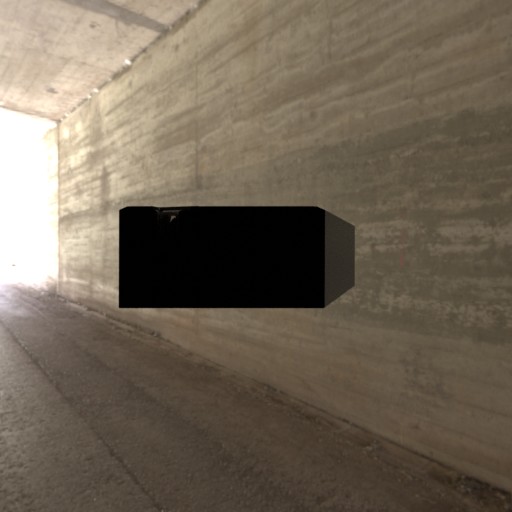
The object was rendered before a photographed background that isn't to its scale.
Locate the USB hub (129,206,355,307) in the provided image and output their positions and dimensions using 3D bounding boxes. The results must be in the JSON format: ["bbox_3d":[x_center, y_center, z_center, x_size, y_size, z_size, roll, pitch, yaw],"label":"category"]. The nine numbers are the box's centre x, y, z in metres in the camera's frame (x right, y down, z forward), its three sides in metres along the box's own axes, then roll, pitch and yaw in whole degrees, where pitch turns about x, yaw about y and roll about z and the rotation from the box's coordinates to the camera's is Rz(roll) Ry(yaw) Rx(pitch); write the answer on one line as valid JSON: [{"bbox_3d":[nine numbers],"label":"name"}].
[{"bbox_3d":[0.000,0.000,0.123,0.044,0.023,0.110,0,1,18],"label":"USB hub"}]
